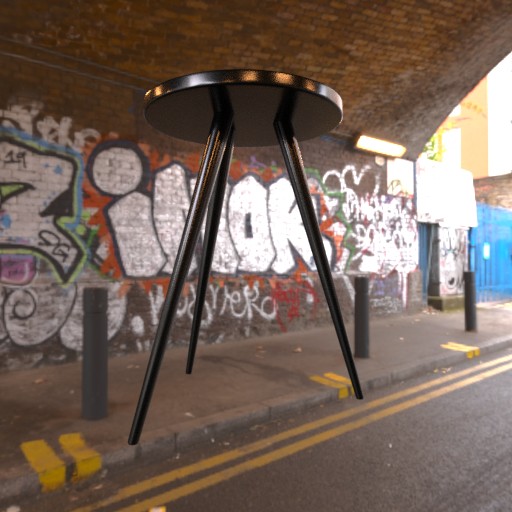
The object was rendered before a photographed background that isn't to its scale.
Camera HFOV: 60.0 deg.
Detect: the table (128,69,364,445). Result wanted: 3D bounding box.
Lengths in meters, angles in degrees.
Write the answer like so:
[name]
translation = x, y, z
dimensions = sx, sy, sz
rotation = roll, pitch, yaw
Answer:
[table]
translation = 0.000, 0.000, 0.837
dimensions = 0.415, 0.548, 0.403
rotation = 0, -1, 0
